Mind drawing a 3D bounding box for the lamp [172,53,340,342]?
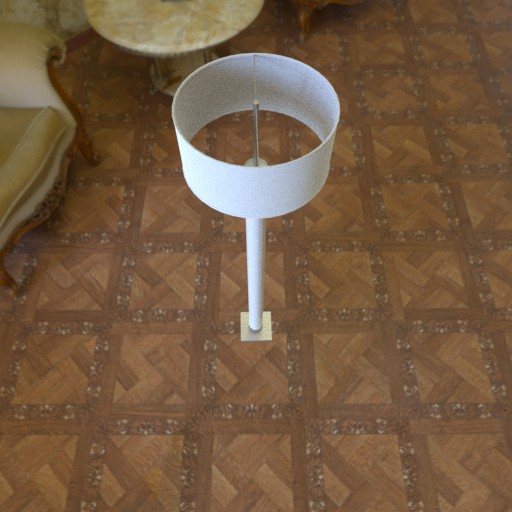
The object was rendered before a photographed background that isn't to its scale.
[{"bbox_3d":[0.000,0.000,1.728,0.420,1.475,0.420,-1,59,-1],"label":"lamp"}]
